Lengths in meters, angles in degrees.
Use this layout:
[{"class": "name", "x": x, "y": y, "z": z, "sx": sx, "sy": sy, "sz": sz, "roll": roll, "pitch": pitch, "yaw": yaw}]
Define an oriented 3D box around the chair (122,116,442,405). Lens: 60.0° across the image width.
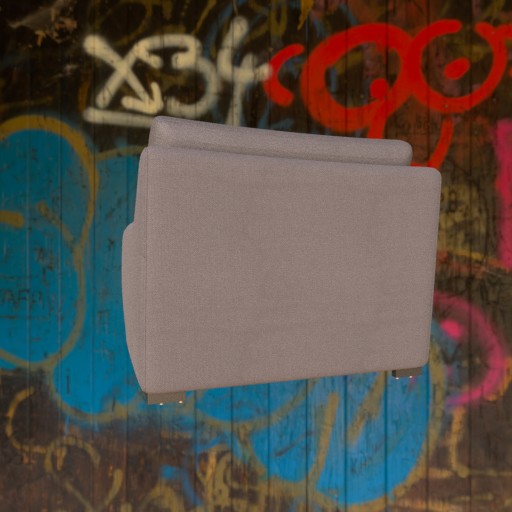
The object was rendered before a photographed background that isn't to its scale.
[{"class": "chair", "x": 0.000, "y": 0.000, "z": 2.007, "sx": 1.168, "sy": 0.940, "sz": 1.143, "roll": 0, "pitch": 0, "yaw": -19}]
